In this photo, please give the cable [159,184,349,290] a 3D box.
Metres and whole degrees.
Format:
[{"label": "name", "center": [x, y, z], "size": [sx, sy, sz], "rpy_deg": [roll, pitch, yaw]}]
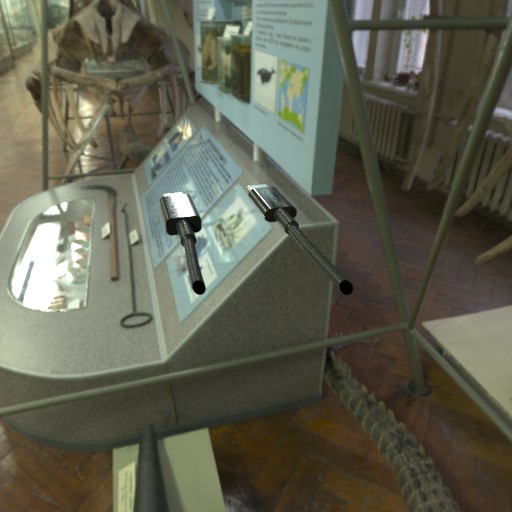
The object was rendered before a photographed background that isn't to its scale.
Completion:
[{"label": "cable", "center": [0.000, 0.000, 0.113], "size": [0.040, 0.006, 0.098], "rpy_deg": [-8, 29, -14]}]
